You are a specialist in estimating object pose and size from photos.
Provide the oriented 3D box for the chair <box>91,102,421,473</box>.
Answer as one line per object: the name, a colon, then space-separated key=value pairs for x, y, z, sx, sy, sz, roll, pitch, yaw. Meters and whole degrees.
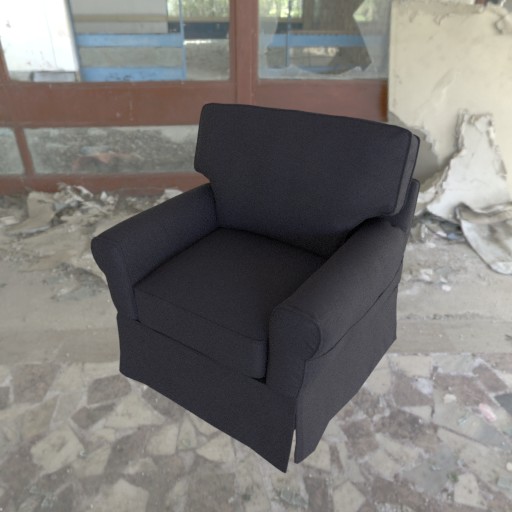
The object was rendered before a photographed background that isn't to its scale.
chair: x=0.000 y=0.000 z=1.944 sx=1.119 sy=1.140 sz=1.002 roll=18 pitch=34 yaw=29
